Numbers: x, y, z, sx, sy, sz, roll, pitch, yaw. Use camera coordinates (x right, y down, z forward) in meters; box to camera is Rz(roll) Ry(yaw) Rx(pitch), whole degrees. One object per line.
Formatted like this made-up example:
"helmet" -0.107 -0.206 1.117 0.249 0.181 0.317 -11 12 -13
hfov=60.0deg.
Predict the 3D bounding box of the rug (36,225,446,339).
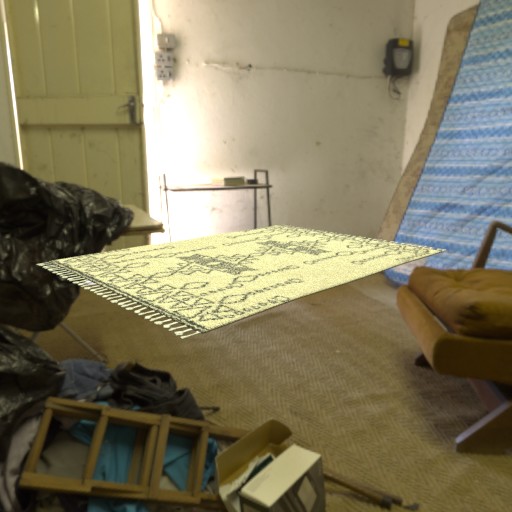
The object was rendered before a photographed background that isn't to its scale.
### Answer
"rug" 0.000 0.000 3.920 3.027 0.028 2.125 -12 18 -43
